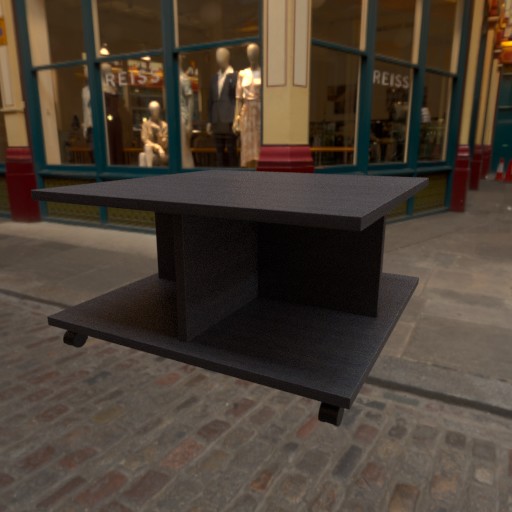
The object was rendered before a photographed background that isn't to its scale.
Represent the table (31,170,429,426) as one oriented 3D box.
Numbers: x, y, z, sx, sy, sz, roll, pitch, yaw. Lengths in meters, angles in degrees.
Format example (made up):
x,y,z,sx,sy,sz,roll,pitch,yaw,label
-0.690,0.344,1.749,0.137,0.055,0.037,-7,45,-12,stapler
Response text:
x,y,z,sx,sy,sz,roll,pitch,yaw,label
0.000,0.000,1.216,0.762,0.396,0.762,8,17,27,table
